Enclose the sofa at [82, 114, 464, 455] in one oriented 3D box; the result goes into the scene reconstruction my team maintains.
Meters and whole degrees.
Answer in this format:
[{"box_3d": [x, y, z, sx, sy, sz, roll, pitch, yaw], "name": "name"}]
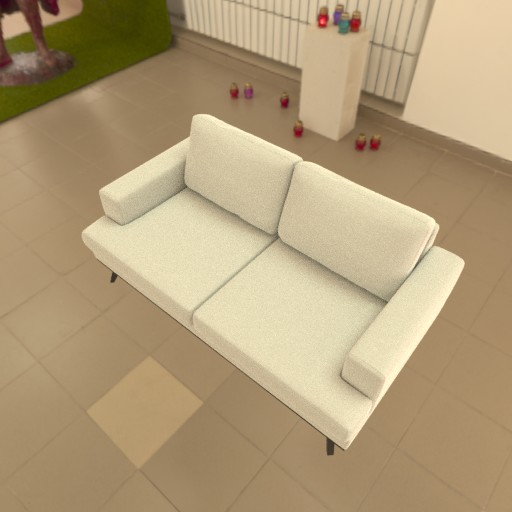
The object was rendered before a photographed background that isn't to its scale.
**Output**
[{"box_3d": [0.000, 0.000, 2.176, 1.650, 0.810, 0.920, 31, 55, 26], "name": "sofa"}]
